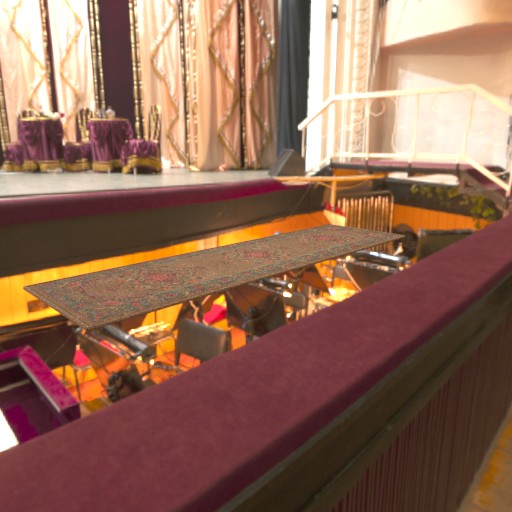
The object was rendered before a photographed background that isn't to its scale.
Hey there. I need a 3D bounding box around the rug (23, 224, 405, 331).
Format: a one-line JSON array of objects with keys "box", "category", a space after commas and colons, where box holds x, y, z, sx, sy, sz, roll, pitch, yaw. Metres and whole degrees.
[{"box": [0.000, 0.000, 2.541, 2.297, 0.019, 0.659, -14, 19, -43], "category": "rug"}]
